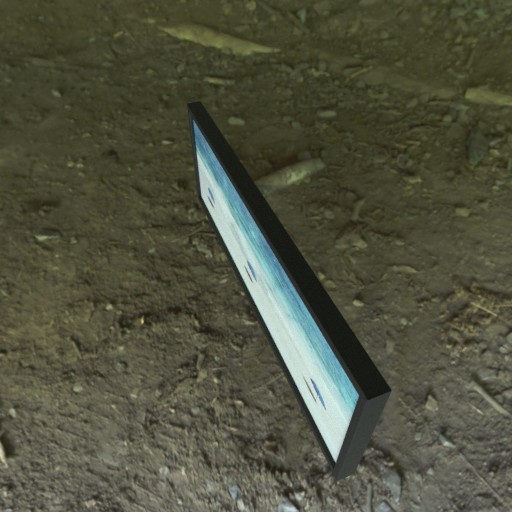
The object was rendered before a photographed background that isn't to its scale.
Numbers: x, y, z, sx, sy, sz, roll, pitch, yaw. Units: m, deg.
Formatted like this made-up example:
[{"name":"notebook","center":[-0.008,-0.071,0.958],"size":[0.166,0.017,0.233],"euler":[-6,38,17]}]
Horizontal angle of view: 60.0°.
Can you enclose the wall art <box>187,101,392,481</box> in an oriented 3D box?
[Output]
[{"name":"wall art","center":[0.000,0.000,0.955],"size":[0.037,0.303,0.860],"euler":[-16,48,-15]}]
